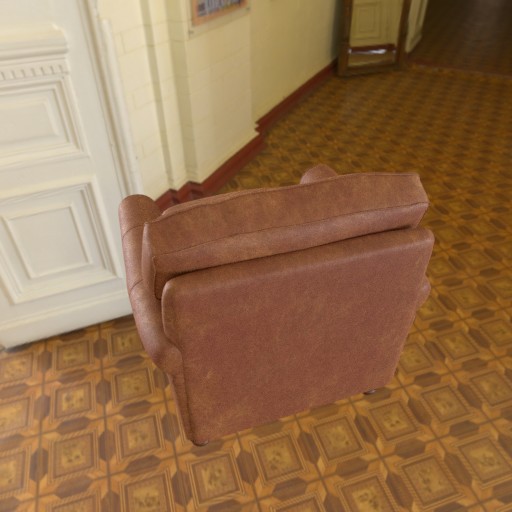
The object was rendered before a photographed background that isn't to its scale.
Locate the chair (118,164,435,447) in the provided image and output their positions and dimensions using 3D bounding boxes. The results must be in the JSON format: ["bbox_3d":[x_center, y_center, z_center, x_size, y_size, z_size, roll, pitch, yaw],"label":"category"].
[{"bbox_3d":[0.000,0.000,1.737,0.983,0.962,0.986,-12,41,-14],"label":"chair"}]
